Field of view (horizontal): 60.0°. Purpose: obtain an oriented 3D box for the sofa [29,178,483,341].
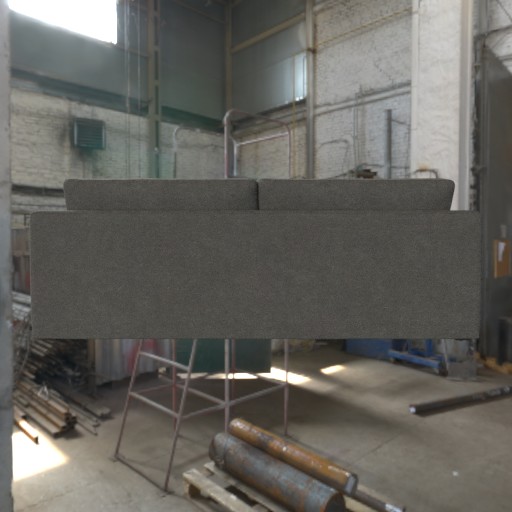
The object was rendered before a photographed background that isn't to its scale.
[{"bbox_3d":[0.000,0.000,2.714,2.257,0.838,1.092,0,1,0],"label":"sofa"}]
